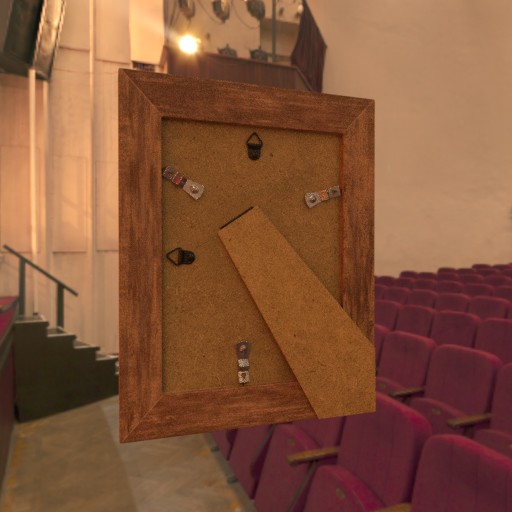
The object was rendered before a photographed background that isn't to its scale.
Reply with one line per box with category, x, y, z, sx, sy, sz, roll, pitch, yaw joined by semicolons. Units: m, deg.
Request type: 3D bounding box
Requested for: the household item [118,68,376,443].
household item;0.000;0.000;0.314;0.186;0.237;0.018;0;1;-18
